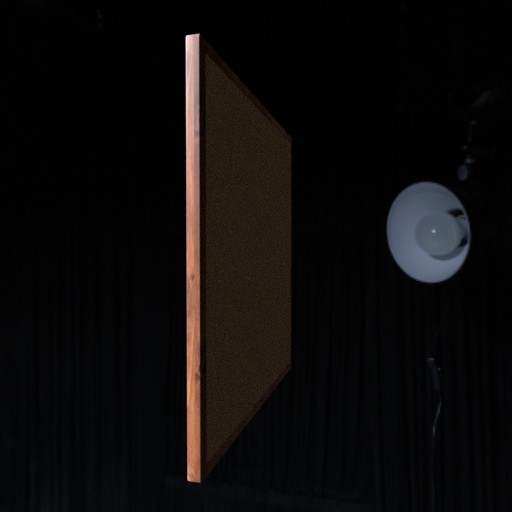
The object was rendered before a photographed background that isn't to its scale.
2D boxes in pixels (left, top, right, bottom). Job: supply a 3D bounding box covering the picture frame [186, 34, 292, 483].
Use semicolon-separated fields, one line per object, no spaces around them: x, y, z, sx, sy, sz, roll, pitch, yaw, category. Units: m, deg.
0.000;0.000;1.196;0.029;0.817;0.810;0;1;16;picture frame
